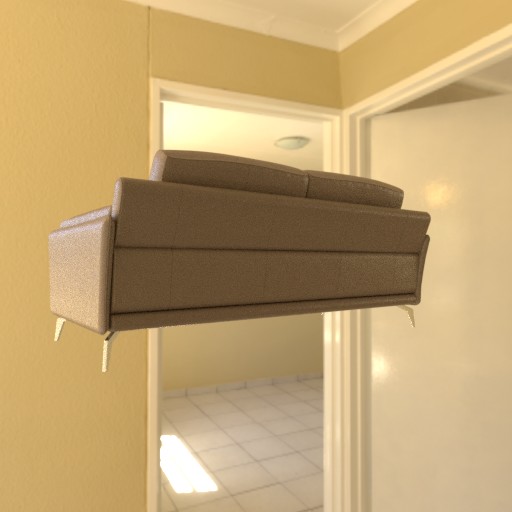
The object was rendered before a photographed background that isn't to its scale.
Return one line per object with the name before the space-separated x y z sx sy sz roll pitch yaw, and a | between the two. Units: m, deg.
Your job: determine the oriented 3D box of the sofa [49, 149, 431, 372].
sofa | 0.000 0.000 2.647 2.101 0.930 1.049 1 -1 -36
